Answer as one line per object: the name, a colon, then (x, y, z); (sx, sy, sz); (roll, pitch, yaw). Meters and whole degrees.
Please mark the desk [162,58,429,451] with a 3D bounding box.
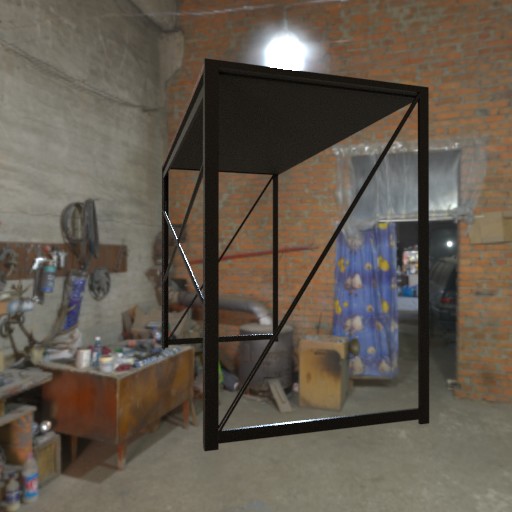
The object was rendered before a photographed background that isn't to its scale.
desk: (0.000, 0.000, 1.400); (0.505, 0.747, 1.015); (0, 0, -17)
